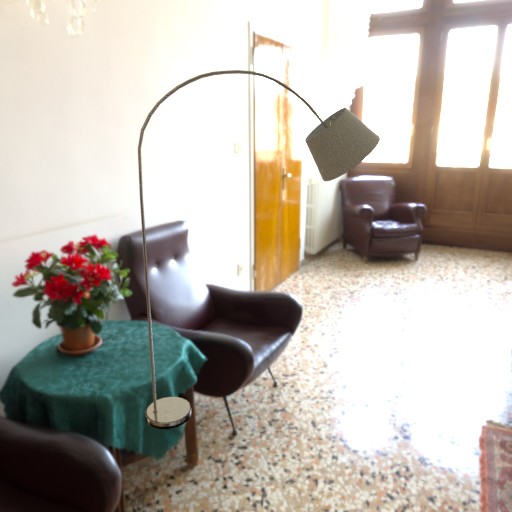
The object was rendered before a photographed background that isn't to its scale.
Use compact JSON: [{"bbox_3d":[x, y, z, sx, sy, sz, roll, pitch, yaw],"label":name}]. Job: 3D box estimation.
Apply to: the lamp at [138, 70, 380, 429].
[{"bbox_3d":[0.000,0.000,2.693,1.445,2.098,0.406,-2,16,-9],"label":"lamp"}]
